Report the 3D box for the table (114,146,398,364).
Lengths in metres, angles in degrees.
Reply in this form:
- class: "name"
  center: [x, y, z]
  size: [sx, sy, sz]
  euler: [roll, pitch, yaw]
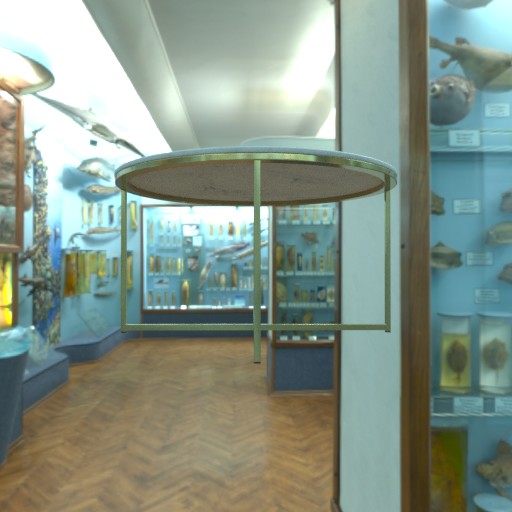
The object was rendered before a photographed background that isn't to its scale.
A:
- class: "table"
  center: [0.000, 0.000, 1.311]
  size: [0.800, 0.450, 0.800]
  euler: [0, -1, 0]
